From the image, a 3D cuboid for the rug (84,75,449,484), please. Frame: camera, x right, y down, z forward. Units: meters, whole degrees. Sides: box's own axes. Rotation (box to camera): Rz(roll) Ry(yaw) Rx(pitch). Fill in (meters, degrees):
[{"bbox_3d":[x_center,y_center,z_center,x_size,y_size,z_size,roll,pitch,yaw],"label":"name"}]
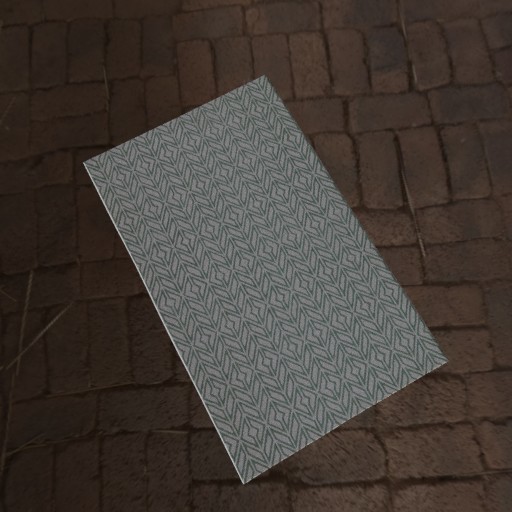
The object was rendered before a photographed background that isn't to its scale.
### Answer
[{"bbox_3d":[0.000,0.000,3.045,1.517,0.011,2.435,-28,78,-7],"label":"rug"}]
